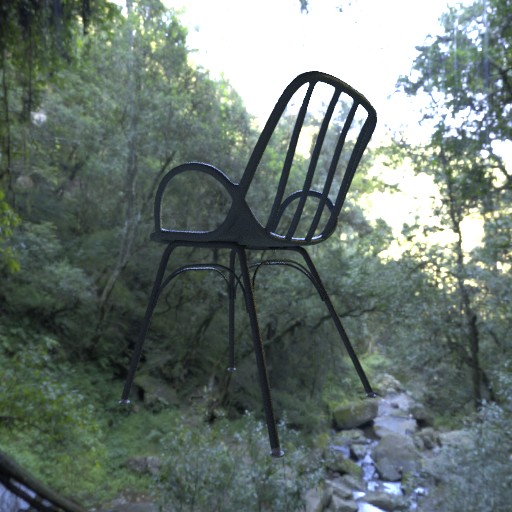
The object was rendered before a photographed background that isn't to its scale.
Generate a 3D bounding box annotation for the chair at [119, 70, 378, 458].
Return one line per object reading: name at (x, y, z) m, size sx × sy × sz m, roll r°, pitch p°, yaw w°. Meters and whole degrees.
chair at (0.000, 0.000, 1.241) m, size 0.597 × 0.816 × 0.549 m, roll 0°, pitch 0°, yaw 37°
